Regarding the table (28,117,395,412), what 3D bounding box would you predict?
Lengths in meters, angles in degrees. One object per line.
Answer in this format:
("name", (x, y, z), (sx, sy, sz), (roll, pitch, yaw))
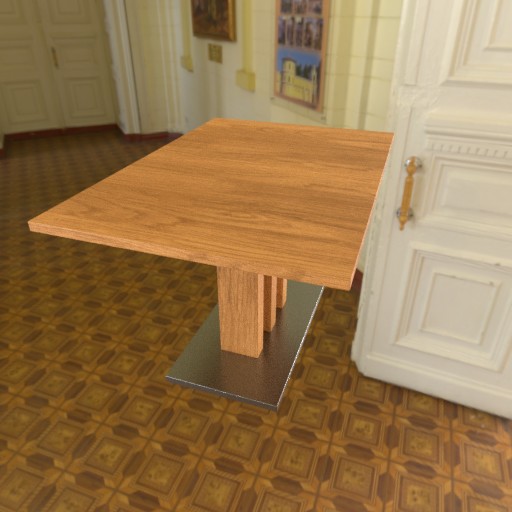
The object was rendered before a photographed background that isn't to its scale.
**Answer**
("table", (0.000, 0.000, 1.835), (0.900, 0.770, 1.300), (10, 32, 17))
